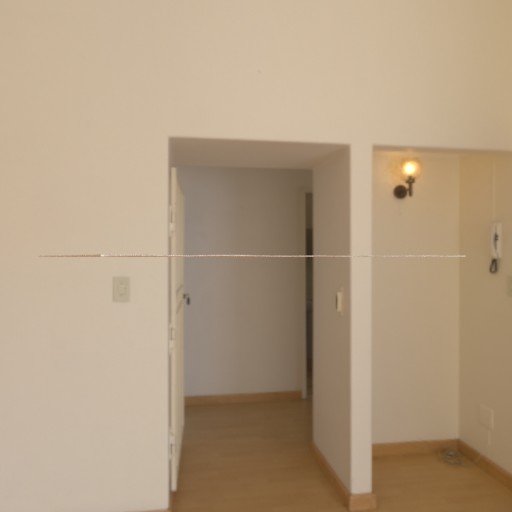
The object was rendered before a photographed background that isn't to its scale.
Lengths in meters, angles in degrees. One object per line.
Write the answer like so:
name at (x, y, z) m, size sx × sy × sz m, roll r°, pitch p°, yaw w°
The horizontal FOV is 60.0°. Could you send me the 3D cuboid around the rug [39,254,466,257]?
rug at (0.000, 0.000, 2.974) m, size 2.440 × 0.012 × 1.522 m, roll 0°, pitch 0°, yaw -34°
